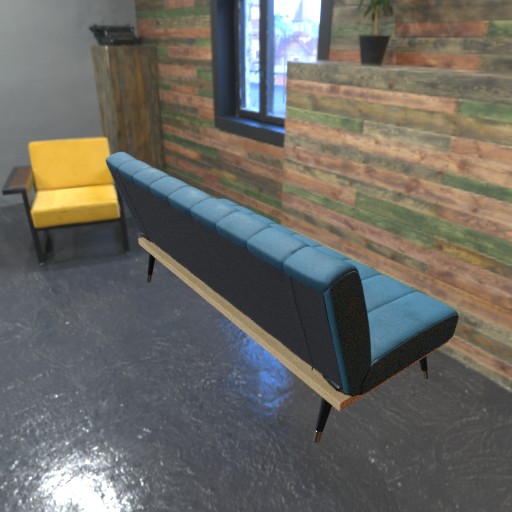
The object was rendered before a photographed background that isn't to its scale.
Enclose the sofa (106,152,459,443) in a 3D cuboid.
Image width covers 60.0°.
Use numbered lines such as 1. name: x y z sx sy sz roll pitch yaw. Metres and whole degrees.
1. sofa: 0.000 0.000 2.273 0.830 0.825 1.810 -18 31 -32
